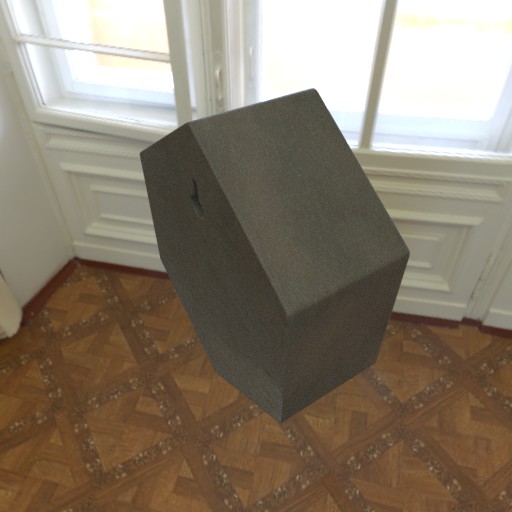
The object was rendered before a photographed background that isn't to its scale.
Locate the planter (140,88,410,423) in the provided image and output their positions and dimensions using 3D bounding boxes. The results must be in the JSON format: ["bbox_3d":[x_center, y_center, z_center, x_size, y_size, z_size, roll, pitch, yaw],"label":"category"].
[{"bbox_3d":[0.000,0.000,0.292,0.077,0.206,0.169,-24,47,-24],"label":"planter"}]
